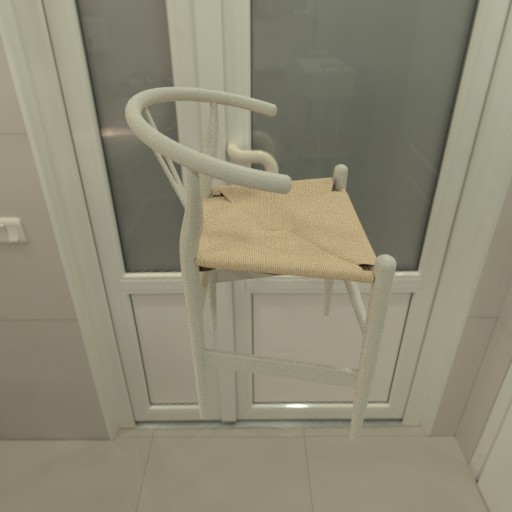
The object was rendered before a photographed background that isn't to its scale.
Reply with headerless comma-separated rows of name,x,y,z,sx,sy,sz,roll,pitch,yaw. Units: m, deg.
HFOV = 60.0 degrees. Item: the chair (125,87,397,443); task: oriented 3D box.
chair,0.000,0.000,1.062,0.500,0.736,0.533,0,31,0
